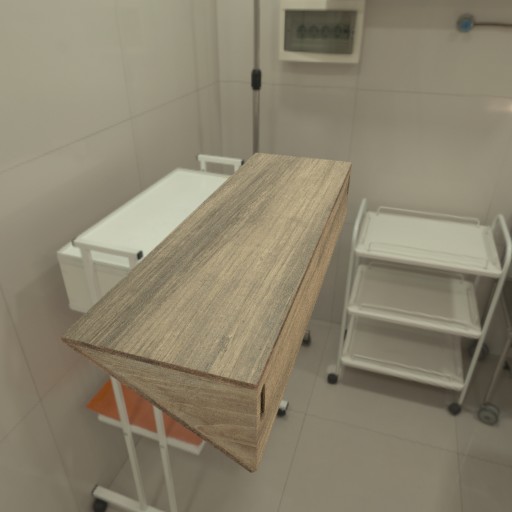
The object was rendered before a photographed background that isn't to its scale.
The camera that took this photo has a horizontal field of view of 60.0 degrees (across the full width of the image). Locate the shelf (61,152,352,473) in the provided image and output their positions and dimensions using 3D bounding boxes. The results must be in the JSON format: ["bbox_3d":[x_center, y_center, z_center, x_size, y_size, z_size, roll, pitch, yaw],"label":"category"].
[{"bbox_3d":[0.000,0.000,0.684,0.200,0.125,0.610,9,32,15],"label":"shelf"}]
